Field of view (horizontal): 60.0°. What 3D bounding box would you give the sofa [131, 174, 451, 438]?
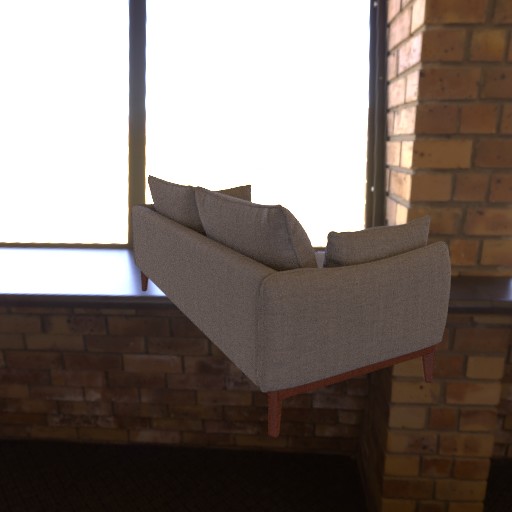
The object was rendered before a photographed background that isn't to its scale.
[{"bbox_3d":[0.000,0.000,2.531,0.972,0.851,1.989,-8,16,-27],"label":"sofa"}]
